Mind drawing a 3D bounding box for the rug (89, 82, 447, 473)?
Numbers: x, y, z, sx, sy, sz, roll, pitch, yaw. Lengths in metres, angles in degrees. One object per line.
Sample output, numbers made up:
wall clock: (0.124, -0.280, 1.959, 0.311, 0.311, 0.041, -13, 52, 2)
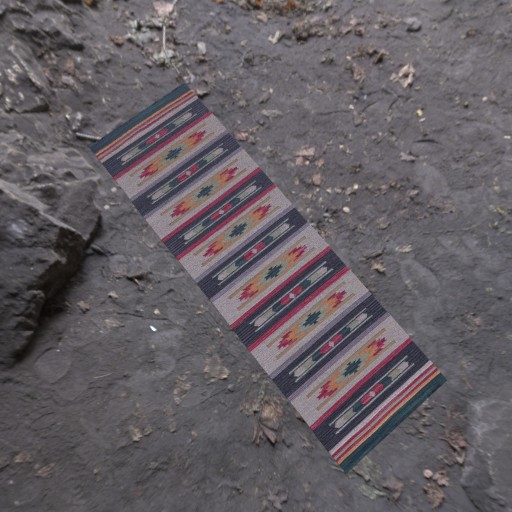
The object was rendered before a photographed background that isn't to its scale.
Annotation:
rug: (0.000, 0.000, 2.632, 0.760, 0.009, 2.440, -38, 79, -9)
